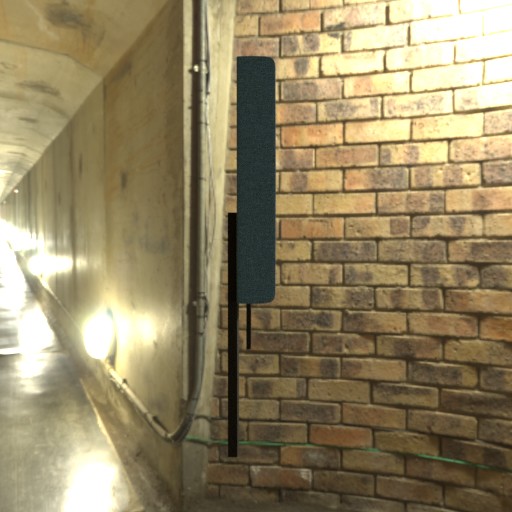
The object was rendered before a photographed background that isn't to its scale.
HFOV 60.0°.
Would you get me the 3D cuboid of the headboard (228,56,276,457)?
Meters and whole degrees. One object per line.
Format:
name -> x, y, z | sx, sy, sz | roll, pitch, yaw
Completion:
headboard -> 0.000, 0.000, 2.681 | 0.184, 1.524, 2.051 | 0, 1, 1
